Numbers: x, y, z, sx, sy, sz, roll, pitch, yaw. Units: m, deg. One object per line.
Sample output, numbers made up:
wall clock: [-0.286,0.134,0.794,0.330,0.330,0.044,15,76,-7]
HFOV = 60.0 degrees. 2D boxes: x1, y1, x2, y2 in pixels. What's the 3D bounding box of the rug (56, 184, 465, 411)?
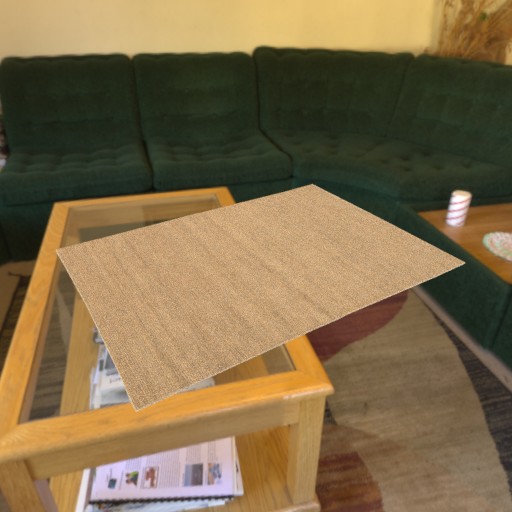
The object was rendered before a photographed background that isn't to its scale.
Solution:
rug: [0.000,0.000,2.996,2.264,0.030,1.624,-18,35,-27]
